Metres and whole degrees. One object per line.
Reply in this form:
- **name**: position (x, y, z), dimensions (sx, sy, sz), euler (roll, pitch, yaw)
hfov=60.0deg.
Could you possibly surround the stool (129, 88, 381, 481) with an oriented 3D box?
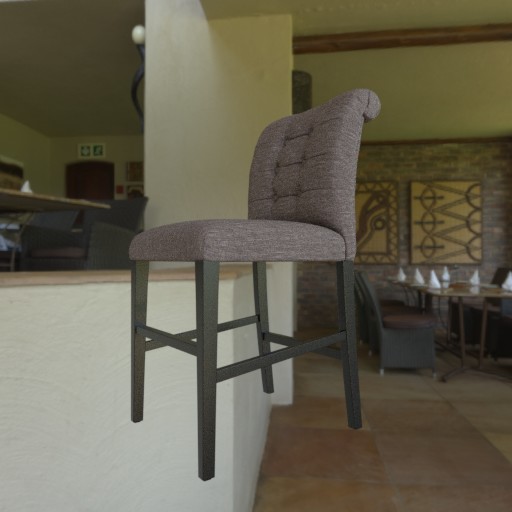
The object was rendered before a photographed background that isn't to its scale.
- **stool**: position (0.000, 0.000, 1.297), dimensions (0.611, 0.970, 0.457), euler (0, 0, -36)
